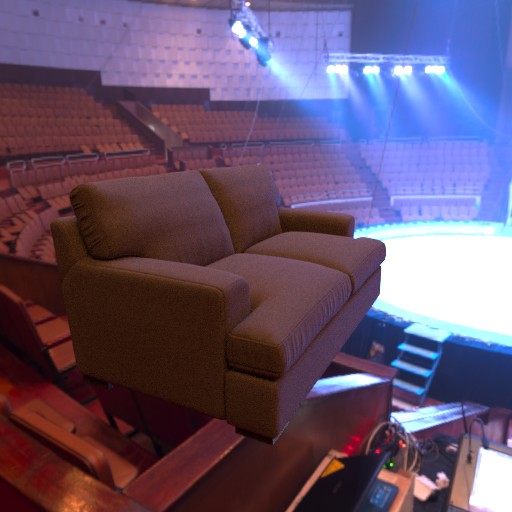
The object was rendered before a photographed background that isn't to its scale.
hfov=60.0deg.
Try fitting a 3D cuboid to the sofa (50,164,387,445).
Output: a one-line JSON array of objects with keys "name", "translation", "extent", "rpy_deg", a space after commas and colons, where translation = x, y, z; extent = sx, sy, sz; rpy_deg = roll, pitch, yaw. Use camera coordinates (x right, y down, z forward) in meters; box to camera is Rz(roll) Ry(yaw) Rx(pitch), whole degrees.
[{"name": "sofa", "translation": [0.000, 0.000, 2.537], "extent": [1.140, 0.950, 1.869], "rpy_deg": [7, 16, 26]}]
